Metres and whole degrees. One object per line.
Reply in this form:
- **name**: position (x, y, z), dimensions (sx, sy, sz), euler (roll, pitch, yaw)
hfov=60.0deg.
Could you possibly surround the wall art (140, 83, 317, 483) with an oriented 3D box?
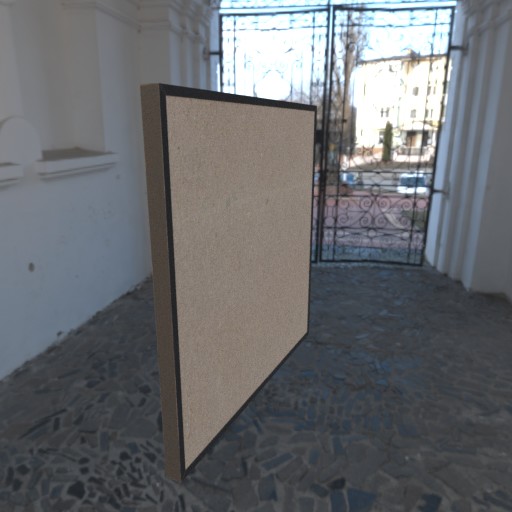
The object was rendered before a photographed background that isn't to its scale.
- **wall art**: position (0.000, 0.000, 1.134), dimensions (0.038, 0.762, 0.762), euler (8, 18, 25)
